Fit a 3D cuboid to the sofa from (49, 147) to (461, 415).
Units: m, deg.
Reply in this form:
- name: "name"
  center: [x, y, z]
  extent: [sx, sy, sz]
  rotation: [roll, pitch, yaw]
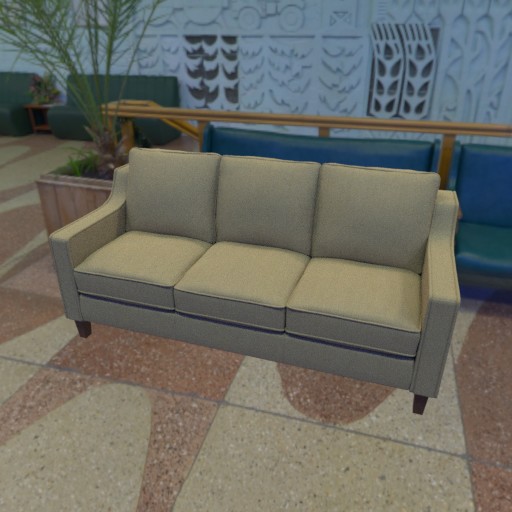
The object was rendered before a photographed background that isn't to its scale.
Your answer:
- name: "sofa"
  center: [0.000, 0.000, 2.456]
  extent: [1.986, 0.974, 0.911]
  rotation: [8, 28, 16]
